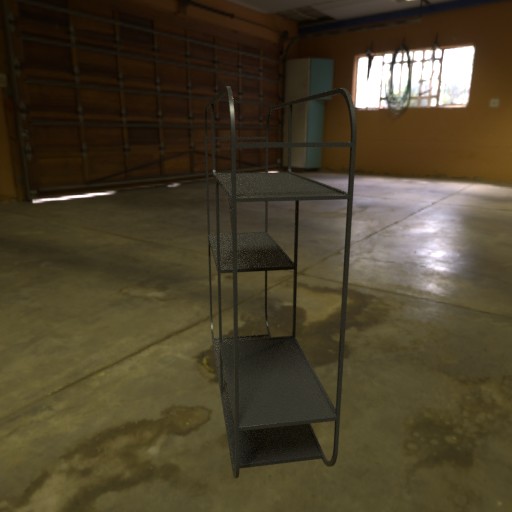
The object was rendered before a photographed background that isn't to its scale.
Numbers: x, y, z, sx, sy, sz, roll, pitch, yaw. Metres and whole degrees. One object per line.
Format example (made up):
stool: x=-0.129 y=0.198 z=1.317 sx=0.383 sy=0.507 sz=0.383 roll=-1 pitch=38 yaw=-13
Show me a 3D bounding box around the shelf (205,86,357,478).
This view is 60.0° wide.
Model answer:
shelf: x=0.000 y=0.000 z=0.899 sx=0.160 sy=0.600 sz=0.600 roll=-3 pitch=16 yaw=-9
